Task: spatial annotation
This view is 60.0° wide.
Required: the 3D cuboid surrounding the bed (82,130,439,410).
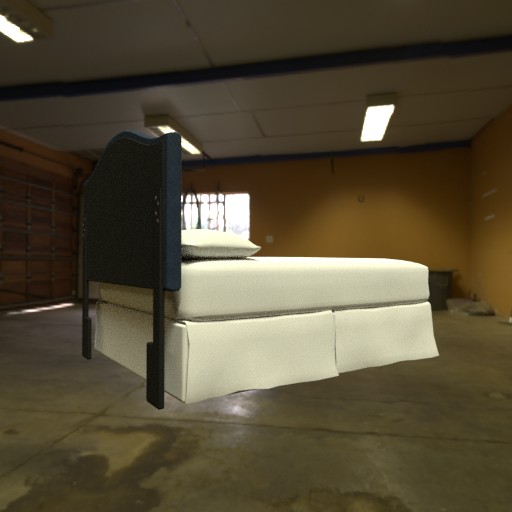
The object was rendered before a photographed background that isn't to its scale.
[{"bbox_3d":[0.000,0.000,3.358,2.153,1.518,1.713,1,-1,-35],"label":"bed"}]
